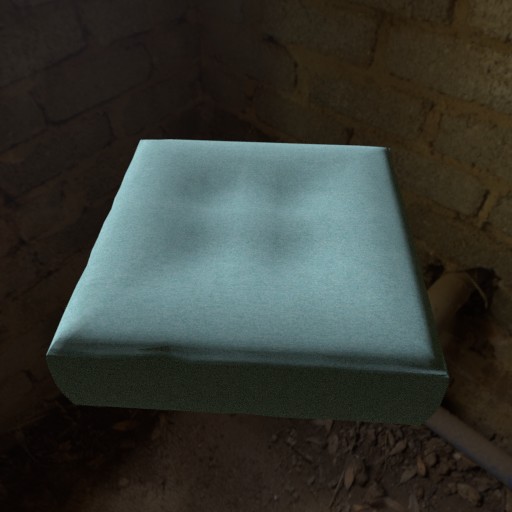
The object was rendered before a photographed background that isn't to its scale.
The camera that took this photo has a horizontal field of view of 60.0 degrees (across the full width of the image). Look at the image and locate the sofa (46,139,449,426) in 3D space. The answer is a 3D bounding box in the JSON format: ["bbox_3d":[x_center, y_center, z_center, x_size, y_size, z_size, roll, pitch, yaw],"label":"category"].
[{"bbox_3d":[0.000,0.000,1.391,0.930,0.330,0.930,3,47,2],"label":"sofa"}]
